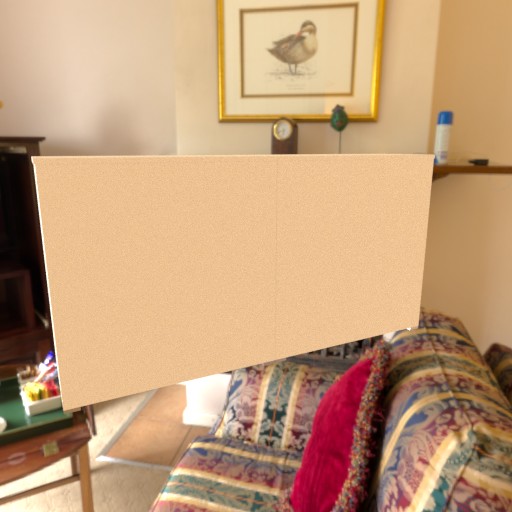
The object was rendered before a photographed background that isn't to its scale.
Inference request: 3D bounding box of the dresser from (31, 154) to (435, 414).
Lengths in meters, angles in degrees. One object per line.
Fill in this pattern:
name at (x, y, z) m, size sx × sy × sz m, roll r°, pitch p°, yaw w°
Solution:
dresser at (0.000, 0.000, 1.785) m, size 1.535 × 0.790 × 0.333 m, roll -7°, pitch 15°, yaw -26°
